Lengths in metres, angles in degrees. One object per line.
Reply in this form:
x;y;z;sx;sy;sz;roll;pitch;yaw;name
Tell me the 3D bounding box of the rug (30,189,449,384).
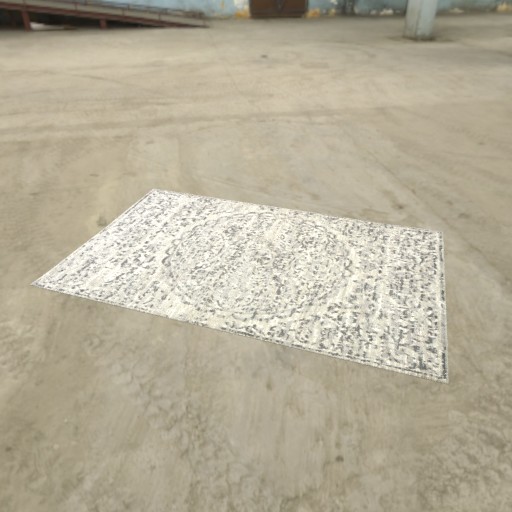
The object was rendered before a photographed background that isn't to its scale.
0.000;0.000;3.038;2.447;0.021;1.527;10;34;15;rug
